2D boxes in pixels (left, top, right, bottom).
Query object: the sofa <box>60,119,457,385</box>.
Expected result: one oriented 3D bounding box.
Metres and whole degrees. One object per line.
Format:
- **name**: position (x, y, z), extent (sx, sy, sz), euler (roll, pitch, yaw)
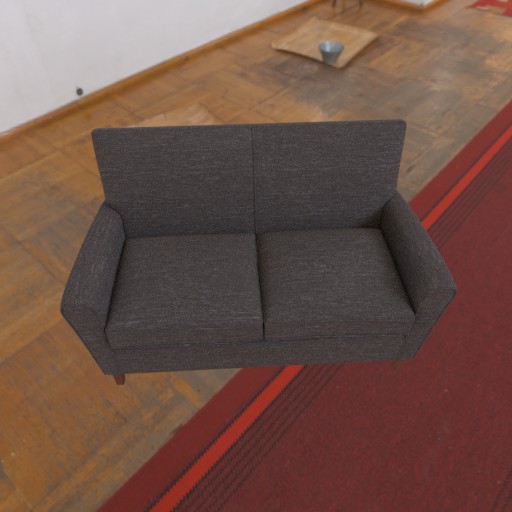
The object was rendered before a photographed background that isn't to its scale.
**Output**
- **sofa**: position (0.000, 0.000, 2.063), extent (1.509, 0.905, 0.867), euler (-2, 46, -2)
